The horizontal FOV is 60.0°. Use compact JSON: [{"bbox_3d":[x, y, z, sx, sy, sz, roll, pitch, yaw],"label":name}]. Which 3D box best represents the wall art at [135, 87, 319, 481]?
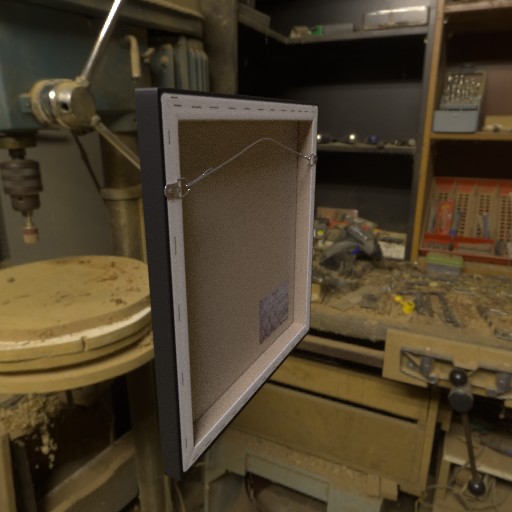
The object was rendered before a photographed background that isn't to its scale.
[{"bbox_3d":[0.000,0.000,0.906,0.043,0.611,0.610,8,19,26],"label":"wall art"}]
